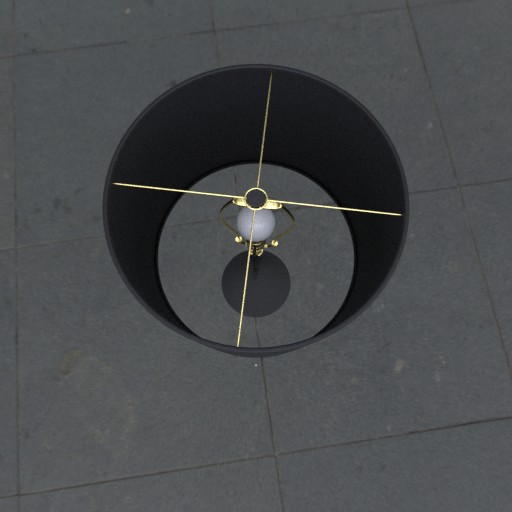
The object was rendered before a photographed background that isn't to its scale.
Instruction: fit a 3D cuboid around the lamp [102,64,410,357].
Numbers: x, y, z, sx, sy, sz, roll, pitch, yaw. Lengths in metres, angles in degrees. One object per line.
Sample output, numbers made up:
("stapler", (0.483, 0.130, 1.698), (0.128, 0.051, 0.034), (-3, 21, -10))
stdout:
("lamp", (0.000, 0.000, 0.801), (0.359, 0.584, 0.359), (6, 76, 2))
